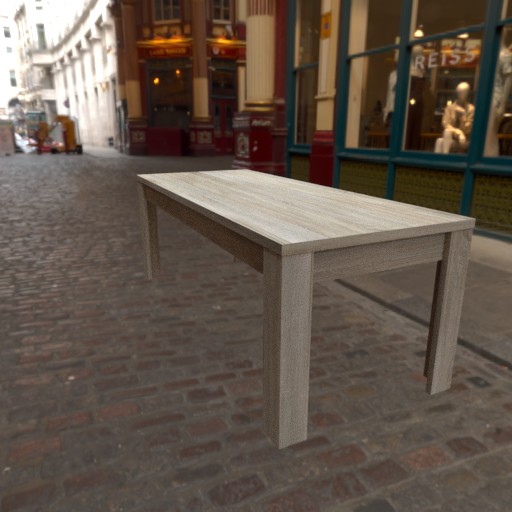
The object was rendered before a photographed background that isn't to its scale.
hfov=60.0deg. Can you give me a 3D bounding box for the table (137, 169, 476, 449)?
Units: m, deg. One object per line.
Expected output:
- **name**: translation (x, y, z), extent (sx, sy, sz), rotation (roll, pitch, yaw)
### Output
- **table**: translation (0.000, 0.000, 2.663), extent (0.900, 0.790, 2.200), rotation (-8, 19, -25)
